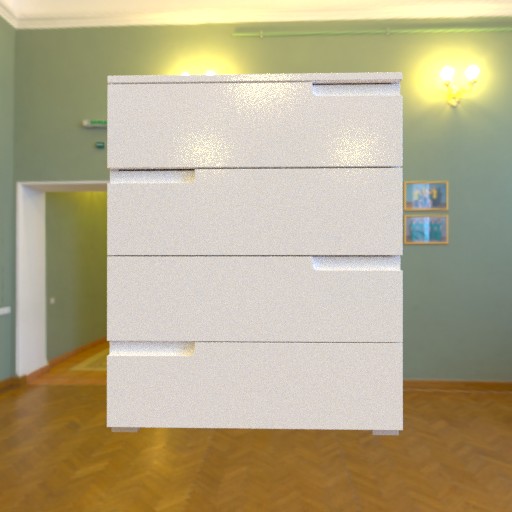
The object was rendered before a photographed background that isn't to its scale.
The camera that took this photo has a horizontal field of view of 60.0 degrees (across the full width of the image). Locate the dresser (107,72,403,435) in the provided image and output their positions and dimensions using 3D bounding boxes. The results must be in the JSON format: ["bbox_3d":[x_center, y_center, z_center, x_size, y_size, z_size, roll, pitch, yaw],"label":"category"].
[{"bbox_3d":[0.000,0.000,1.174,0.650,0.800,0.400,0,0,2],"label":"dresser"}]
